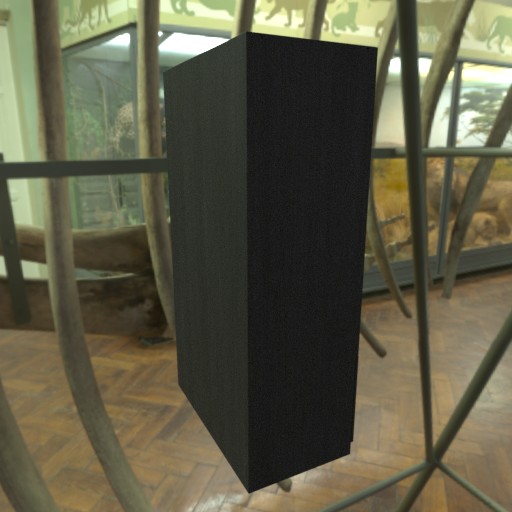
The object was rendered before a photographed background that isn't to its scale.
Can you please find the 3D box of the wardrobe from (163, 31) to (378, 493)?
[{"bbox_3d":[0.000,0.000,2.222,0.577,1.808,0.991,-7,16,-26],"label":"wardrobe"}]
